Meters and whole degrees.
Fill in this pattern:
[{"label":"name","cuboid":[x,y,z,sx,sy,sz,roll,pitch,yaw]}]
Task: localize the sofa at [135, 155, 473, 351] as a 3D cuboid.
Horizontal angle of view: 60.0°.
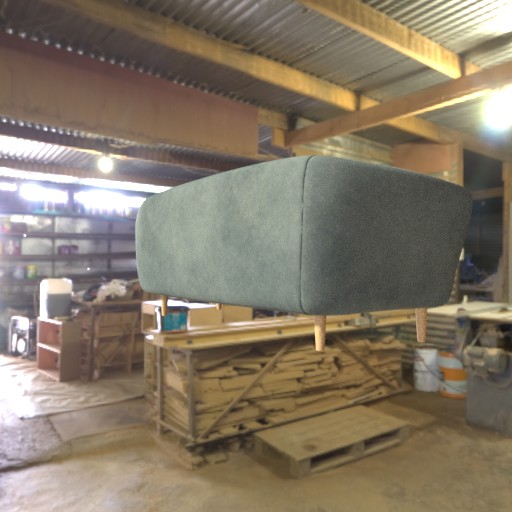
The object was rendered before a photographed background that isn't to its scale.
[{"label":"sofa","cuboid":[0.000,0.000,2.531,0.849,0.795,2.095,1,-1,-37]}]
